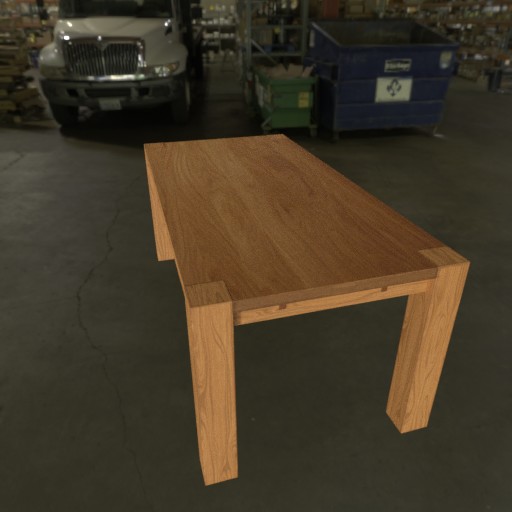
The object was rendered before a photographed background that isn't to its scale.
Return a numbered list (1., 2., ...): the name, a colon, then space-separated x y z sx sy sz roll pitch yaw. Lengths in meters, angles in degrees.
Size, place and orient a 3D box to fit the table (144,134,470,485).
1. table: 0.000 0.000 2.243 0.900 0.760 1.800 -8 30 -14
